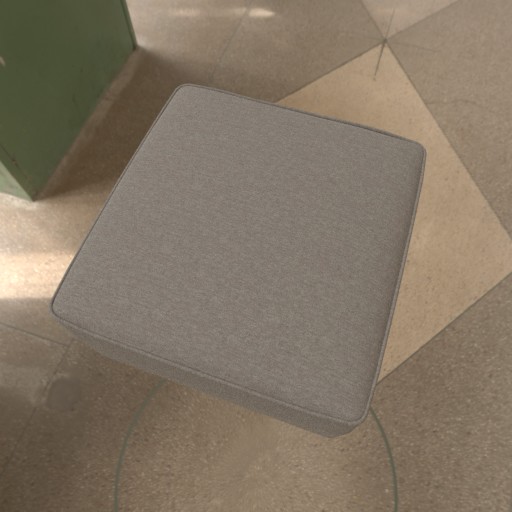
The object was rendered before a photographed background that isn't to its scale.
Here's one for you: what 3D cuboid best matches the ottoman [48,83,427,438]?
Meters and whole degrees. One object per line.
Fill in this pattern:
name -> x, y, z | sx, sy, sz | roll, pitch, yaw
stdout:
ottoman -> 0.000, 0.000, 1.377 | 0.808, 0.612, 0.871 | 17, 65, 8
